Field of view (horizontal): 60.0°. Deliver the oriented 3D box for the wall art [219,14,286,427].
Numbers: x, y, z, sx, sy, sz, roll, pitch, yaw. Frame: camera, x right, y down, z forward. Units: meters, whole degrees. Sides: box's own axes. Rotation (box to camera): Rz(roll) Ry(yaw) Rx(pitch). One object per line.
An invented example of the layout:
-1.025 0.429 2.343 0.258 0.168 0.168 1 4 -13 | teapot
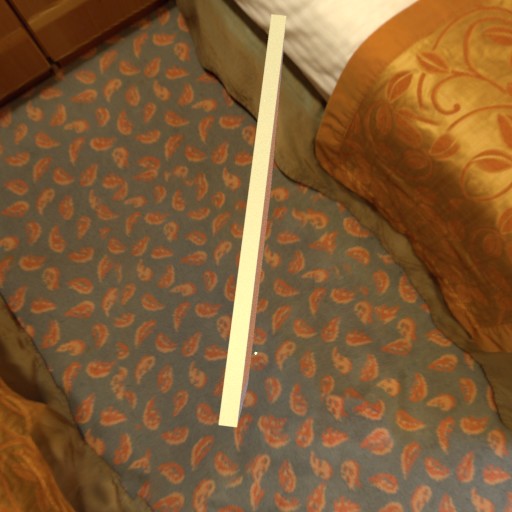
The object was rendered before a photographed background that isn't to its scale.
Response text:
0.000 0.000 1.076 0.026 0.811 0.661 7 78 1 | wall art
